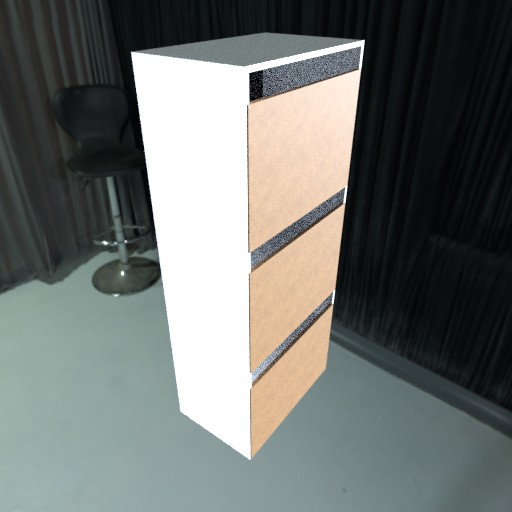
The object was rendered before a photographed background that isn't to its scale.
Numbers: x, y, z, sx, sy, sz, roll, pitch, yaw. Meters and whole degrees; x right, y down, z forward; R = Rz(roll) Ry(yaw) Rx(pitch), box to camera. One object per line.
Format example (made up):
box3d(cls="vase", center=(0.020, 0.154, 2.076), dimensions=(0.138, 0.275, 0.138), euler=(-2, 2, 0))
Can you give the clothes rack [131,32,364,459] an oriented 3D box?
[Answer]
box3d(cls="clothes rack", center=(0.000, 0.000, 1.374), dimensions=(0.330, 1.187, 0.500), euler=(22, 38, 31))
